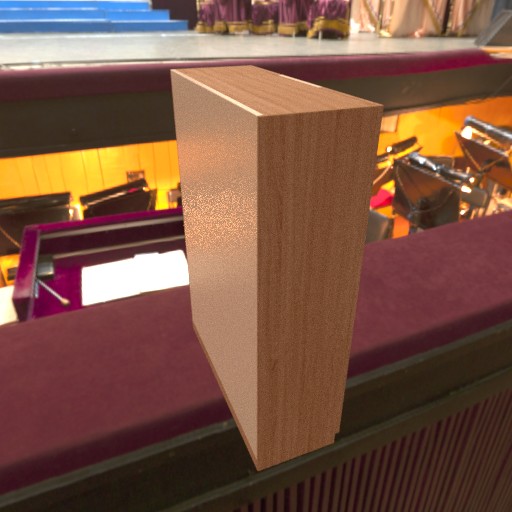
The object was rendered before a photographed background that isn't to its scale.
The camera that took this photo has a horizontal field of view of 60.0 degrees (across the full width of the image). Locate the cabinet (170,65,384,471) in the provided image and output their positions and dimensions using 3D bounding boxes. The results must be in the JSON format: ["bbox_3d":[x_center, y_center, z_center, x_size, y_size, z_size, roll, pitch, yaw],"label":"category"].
[{"bbox_3d":[0.000,0.000,2.888,0.590,2.120,1.500,-11,32,-19],"label":"cabinet"}]
